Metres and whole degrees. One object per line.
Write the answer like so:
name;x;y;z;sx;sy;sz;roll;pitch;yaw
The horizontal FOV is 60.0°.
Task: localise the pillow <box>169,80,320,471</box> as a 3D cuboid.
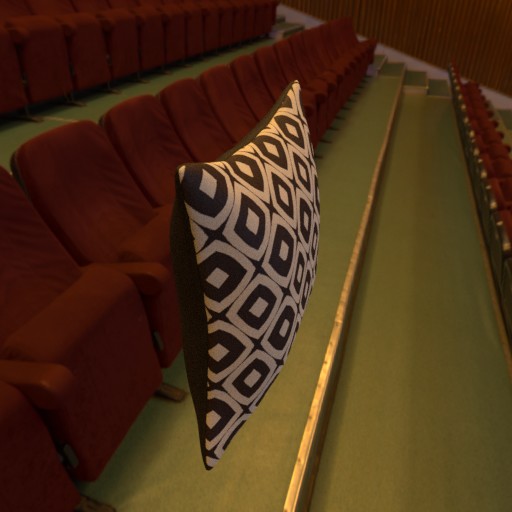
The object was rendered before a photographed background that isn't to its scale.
pillow;0.000;0.000;0.767;0.188;0.494;0.504;9;32;15
